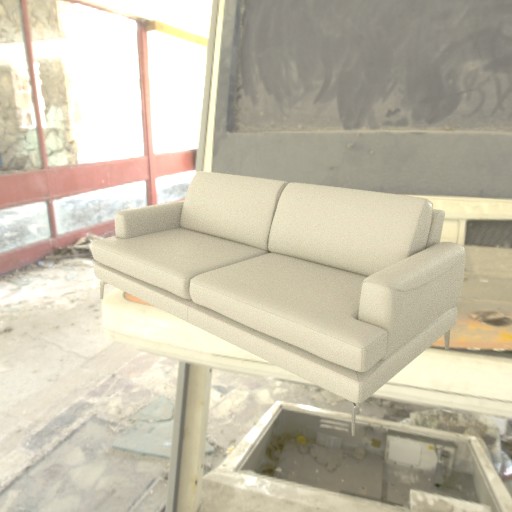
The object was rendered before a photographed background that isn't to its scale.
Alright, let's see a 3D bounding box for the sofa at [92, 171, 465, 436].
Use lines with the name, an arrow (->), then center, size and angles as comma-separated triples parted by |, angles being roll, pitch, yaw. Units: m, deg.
sofa -> 0.000, 0.000, 2.438 | 1.940, 0.765, 0.974 | 16, 23, 41
